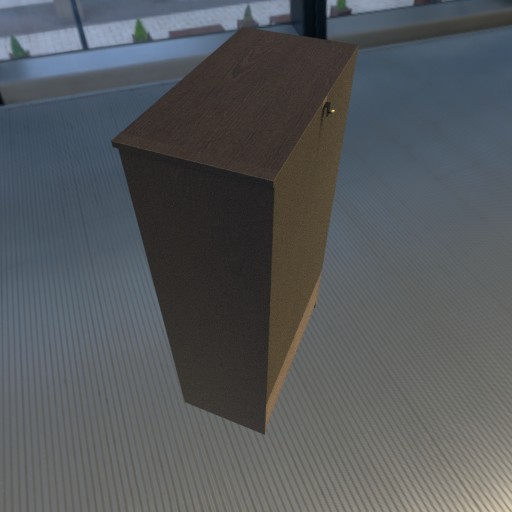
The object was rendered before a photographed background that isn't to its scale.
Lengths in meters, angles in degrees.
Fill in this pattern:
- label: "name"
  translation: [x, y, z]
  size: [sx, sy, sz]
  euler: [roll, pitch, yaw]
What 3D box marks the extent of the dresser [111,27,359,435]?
- label: "dresser"
  translation: [0.000, 0.000, 1.574]
  size: [0.418, 1.254, 0.704]
  euler: [17, 49, 15]
